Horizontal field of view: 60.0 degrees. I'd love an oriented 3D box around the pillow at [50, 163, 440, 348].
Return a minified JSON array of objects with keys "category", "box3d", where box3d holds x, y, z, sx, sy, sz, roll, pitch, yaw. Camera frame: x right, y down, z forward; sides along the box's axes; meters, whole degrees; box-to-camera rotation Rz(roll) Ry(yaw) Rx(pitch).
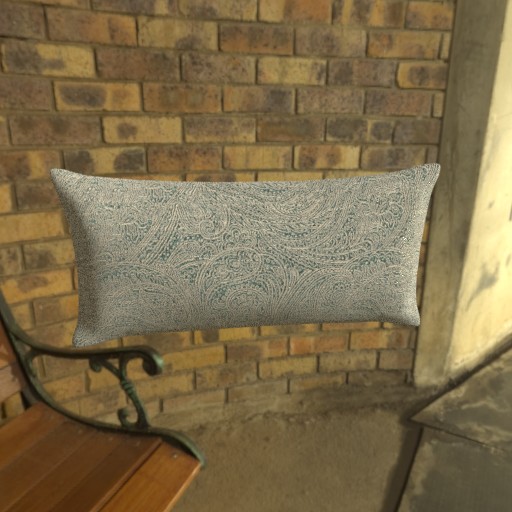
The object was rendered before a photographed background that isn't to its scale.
[{"category":"pillow","box3d":[0.000,0.000,0.734,0.615,0.295,0.151,-2,16,-7]}]
